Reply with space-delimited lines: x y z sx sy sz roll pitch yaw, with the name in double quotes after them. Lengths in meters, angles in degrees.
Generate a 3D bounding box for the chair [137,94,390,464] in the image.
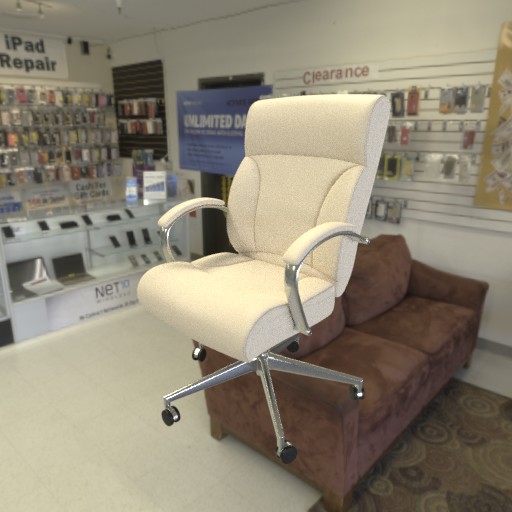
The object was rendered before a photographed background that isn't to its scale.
0.000 0.000 1.582 0.745 1.099 0.727 -16 23 -42 "chair"
